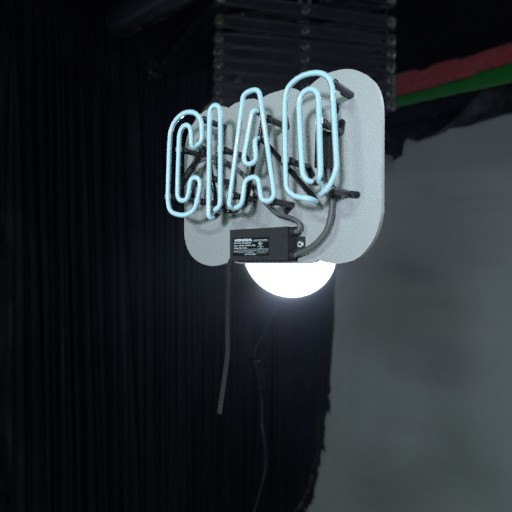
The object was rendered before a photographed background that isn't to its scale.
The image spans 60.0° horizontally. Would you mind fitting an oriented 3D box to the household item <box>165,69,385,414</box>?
[{"bbox_3d":[0.000,0.000,0.379,0.211,0.294,0.042,-1,-1,38],"label":"household item"}]
